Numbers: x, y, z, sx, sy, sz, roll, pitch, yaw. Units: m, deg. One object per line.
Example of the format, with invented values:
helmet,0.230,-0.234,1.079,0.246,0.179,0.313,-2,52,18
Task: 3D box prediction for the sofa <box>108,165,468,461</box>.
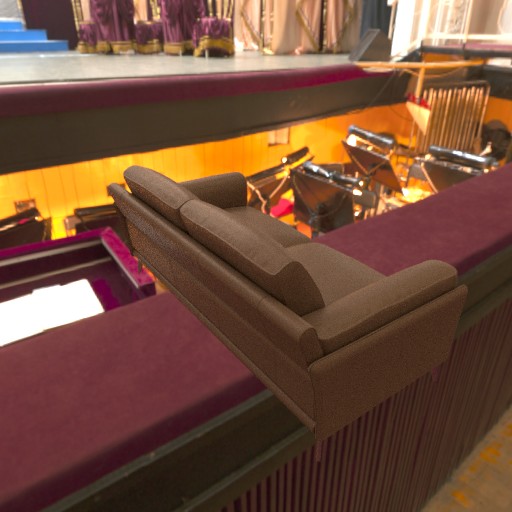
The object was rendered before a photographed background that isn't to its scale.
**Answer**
sofa,0.000,0.000,2.659,1.049,0.930,2.101,-18,33,-31
